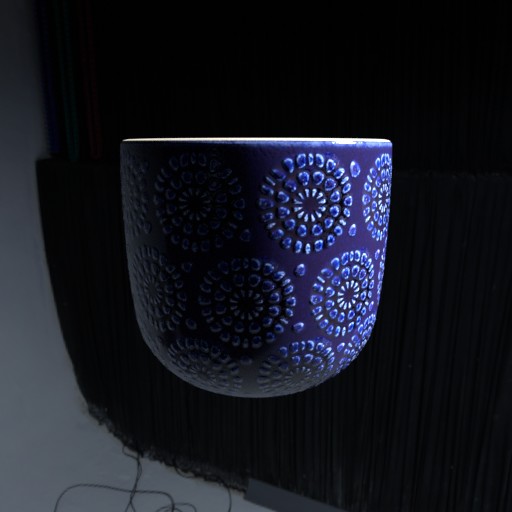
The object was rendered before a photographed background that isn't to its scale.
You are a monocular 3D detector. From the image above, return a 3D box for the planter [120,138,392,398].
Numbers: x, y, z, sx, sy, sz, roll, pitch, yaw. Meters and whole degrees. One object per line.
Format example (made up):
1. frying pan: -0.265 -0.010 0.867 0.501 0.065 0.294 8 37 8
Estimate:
1. planter: 0.000 0.000 0.295 0.165 0.149 0.165 0 14 0
